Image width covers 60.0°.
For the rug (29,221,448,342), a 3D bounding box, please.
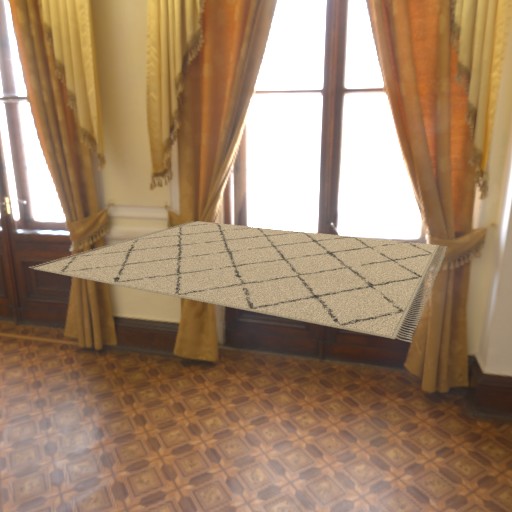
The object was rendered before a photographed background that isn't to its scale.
[{"bbox_3d":[0.000,0.000,4.025,3.051,0.013,2.380,7,17,26],"label":"rug"}]
